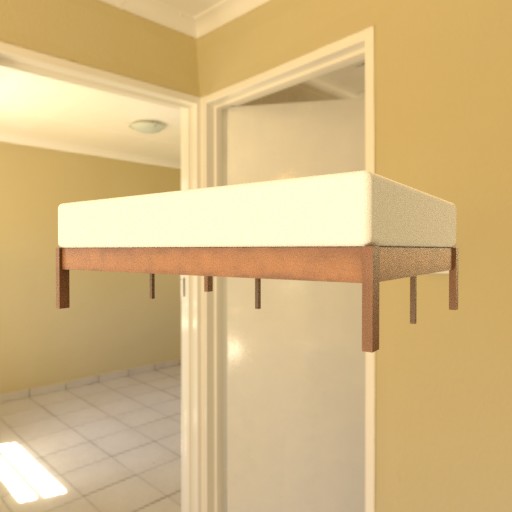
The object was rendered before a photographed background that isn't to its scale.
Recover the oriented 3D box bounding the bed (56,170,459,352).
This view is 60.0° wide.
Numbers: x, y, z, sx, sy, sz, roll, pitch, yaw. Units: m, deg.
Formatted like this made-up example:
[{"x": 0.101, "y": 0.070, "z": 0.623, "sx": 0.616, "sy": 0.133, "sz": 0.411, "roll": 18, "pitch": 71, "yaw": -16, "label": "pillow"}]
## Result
[{"x": 0.000, "y": 0.000, "z": 2.588, "sx": 1.927, "sy": 0.616, "sz": 1.348, "roll": 1, "pitch": 1, "yaw": 36, "label": "bed"}]
